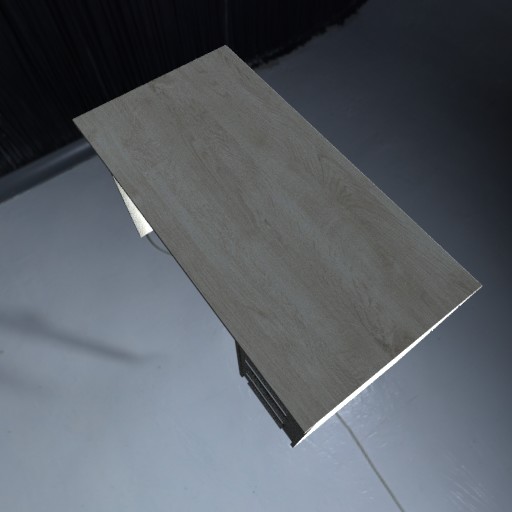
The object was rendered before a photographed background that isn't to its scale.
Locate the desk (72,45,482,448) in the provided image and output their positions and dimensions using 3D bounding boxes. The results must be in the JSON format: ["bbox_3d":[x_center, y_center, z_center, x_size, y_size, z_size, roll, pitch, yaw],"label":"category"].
[{"bbox_3d":[0.000,0.000,1.527,0.560,0.730,1.096,-33,67,-16],"label":"desk"}]
